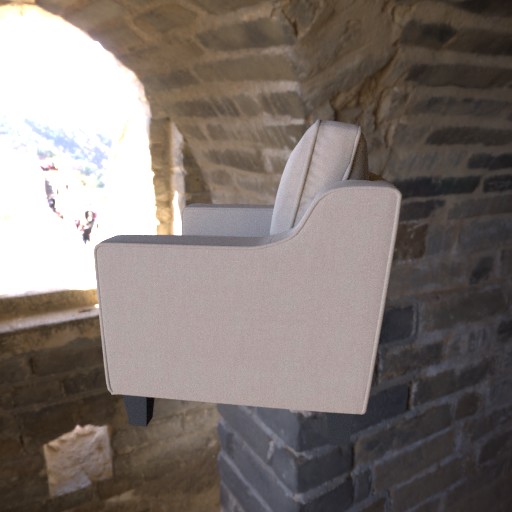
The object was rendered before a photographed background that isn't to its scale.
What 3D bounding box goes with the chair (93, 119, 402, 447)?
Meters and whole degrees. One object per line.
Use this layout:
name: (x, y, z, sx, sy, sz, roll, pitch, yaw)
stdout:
chair: (0.000, 0.000, 1.662, 0.882, 0.948, 0.922, 2, 14, 9)
